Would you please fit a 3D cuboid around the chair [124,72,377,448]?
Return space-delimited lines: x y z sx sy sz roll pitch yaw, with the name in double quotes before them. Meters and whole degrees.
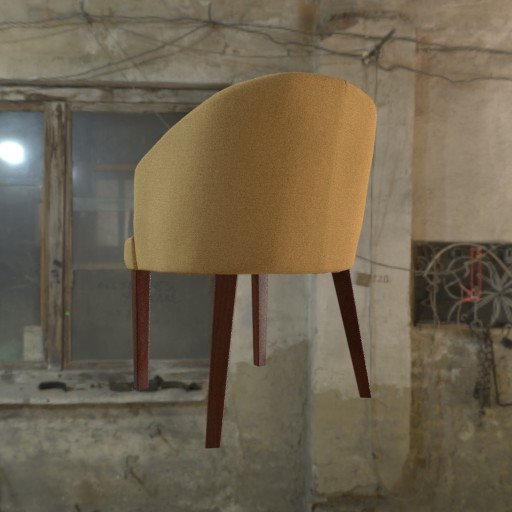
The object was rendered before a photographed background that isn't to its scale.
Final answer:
"chair" 0.000 0.000 1.251 0.583 0.811 0.655 -1 1 -37
